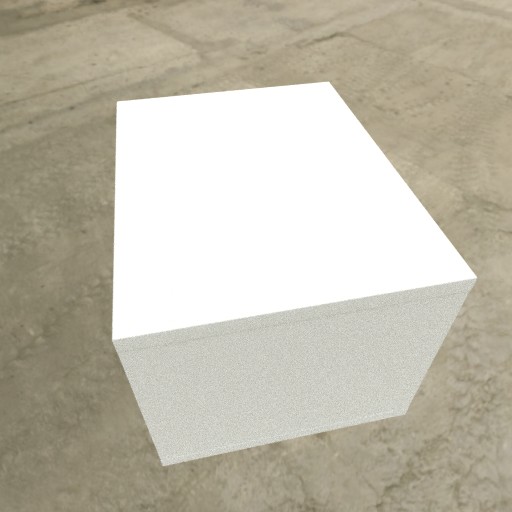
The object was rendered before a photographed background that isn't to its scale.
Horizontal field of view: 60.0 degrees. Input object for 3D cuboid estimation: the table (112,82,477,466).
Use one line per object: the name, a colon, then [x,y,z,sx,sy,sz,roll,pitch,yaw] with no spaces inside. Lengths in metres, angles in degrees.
table: [0.000,0.000,0.769,0.399,0.357,0.517,-9,46,-8]
